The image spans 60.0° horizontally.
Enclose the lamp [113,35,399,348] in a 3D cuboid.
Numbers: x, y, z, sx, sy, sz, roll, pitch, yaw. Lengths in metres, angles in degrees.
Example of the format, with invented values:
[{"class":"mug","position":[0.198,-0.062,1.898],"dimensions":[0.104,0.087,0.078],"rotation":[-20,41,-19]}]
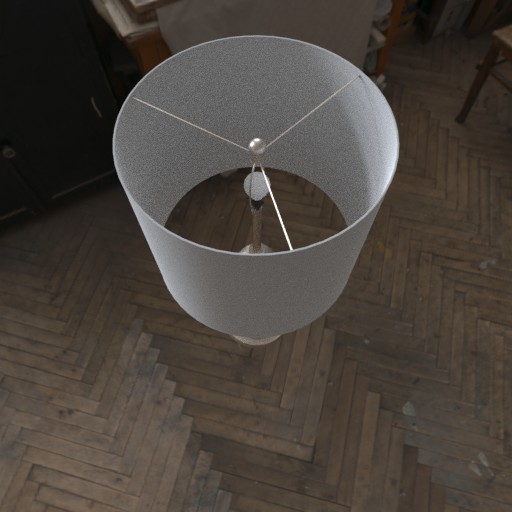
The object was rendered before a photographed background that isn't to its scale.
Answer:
[{"class":"lamp","position":[0.000,0.000,0.668],"dimensions":[0.277,0.538,0.277],"rotation":[18,64,9]}]
